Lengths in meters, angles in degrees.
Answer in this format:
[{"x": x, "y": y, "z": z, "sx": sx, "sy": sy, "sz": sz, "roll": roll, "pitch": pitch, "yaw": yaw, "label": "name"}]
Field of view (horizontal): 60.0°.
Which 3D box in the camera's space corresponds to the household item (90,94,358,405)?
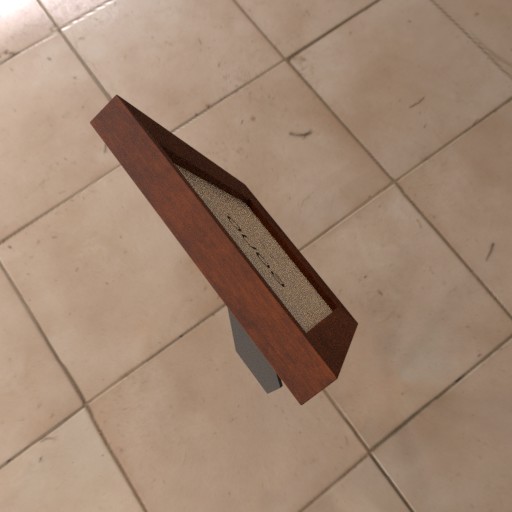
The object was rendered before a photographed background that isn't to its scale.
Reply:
[{"x": 0.000, "y": 0.000, "z": 0.291, "sx": 0.096, "sy": 0.204, "sz": 0.160, "roll": -36, "pitch": 78, "yaw": -9, "label": "household item"}]
